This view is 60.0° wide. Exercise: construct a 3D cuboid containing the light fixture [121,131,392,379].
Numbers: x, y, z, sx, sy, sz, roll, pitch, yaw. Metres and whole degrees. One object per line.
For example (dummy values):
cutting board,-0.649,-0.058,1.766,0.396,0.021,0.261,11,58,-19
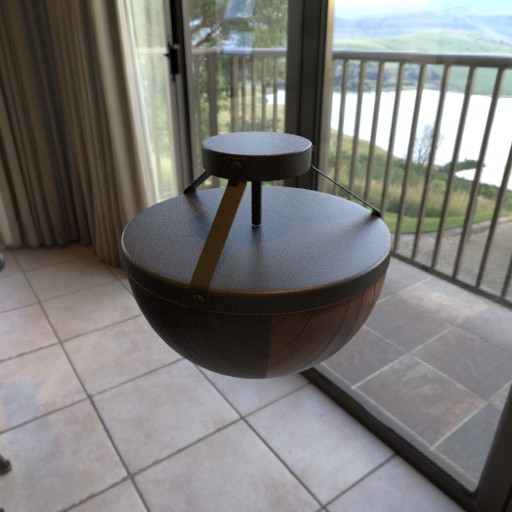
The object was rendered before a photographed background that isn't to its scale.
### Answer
light fixture,0.000,0.000,0.529,0.304,0.269,0.304,0,27,0
